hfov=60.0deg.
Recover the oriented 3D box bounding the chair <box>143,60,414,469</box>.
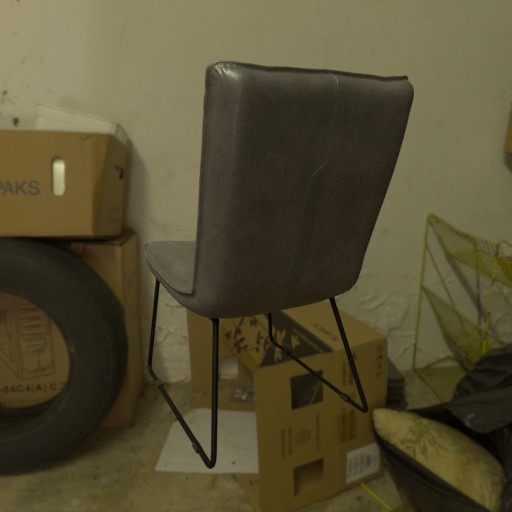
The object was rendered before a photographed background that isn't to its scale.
[{"bbox_3d":[0.000,0.000,1.281,0.515,0.932,0.688,-8,16,-27],"label":"chair"}]
